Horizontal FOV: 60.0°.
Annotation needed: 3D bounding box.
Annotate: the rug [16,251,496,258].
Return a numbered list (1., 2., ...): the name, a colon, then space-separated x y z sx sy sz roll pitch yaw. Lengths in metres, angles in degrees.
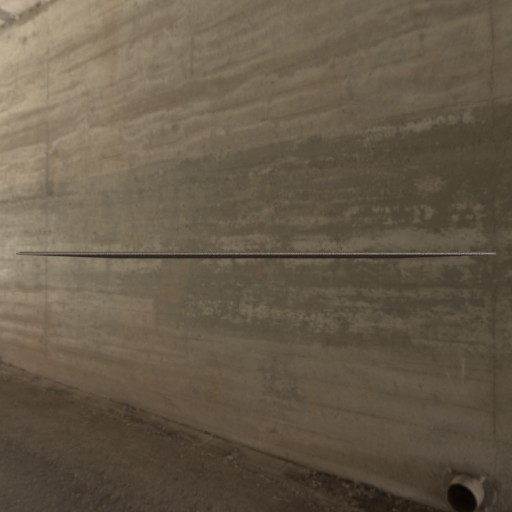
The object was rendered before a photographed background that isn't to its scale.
1. rug: 0.000 0.000 3.441 2.746 0.018 1.819 0 -1 0
